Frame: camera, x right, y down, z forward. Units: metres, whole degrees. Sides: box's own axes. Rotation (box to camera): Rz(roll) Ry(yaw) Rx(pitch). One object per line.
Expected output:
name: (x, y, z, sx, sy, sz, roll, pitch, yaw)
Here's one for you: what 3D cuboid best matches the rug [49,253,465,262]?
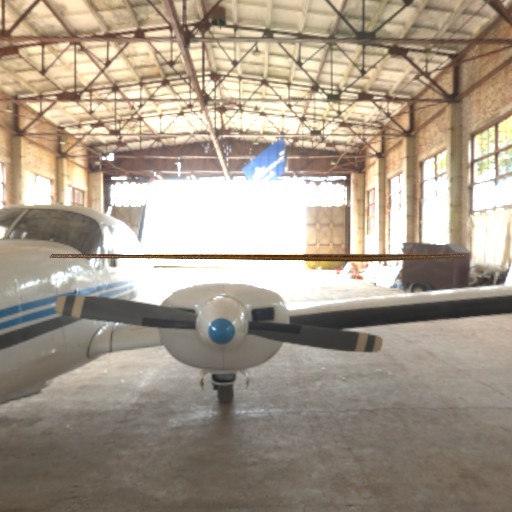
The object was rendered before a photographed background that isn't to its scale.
rug: (0.000, 0.000, 2.892, 2.204, 0.024, 1.588, 0, 1, 36)
